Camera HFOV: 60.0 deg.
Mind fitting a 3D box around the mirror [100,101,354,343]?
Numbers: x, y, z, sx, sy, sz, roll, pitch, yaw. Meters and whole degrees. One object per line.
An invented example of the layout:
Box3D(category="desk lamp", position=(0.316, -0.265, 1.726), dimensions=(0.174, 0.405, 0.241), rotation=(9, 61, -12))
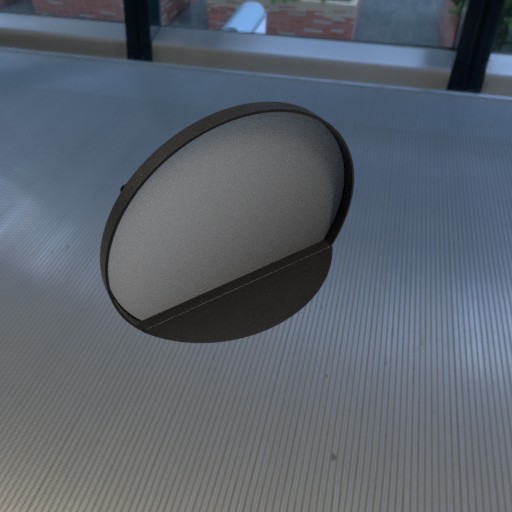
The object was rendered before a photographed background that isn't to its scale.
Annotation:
Box3D(category="mirror", position=(0.000, 0.000, 0.712), dimensions=(0.457, 0.457, 0.133), rotation=(-23, 51, -21))
